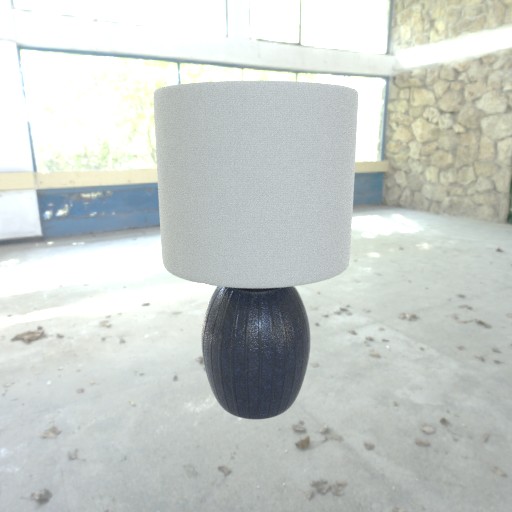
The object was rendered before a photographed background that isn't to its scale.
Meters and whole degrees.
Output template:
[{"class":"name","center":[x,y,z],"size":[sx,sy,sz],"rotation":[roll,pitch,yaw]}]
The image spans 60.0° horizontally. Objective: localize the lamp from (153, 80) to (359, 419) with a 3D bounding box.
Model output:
[{"class":"lamp","center":[0.000,0.000,0.792],"size":[0.329,0.570,0.329],"rotation":[-8,16,-27]}]
